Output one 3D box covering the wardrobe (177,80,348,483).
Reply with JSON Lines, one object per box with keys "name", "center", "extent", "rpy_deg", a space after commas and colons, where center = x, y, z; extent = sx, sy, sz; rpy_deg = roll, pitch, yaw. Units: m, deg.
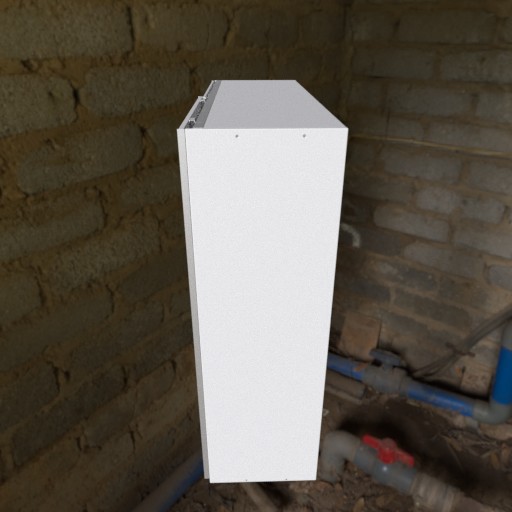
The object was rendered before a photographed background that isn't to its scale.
{"name": "wardrobe", "center": [0.000, 0.000, 2.857], "extent": [0.629, 1.960, 1.780], "rpy_deg": [-1, 27, -2]}
